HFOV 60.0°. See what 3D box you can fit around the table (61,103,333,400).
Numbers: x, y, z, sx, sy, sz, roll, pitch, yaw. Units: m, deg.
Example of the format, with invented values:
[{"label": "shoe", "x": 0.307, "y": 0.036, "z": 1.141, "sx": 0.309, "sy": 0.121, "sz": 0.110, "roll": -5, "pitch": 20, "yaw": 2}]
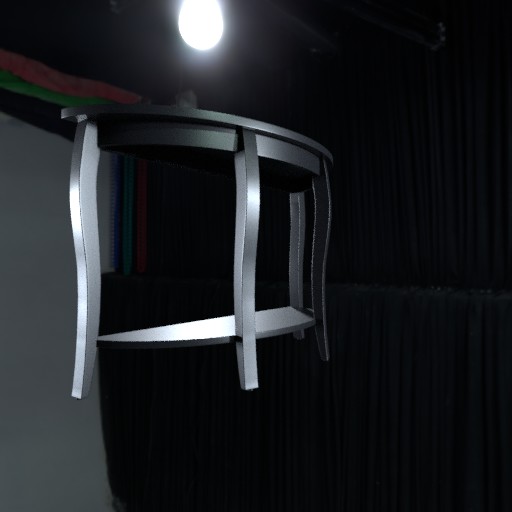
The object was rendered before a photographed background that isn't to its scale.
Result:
[{"label": "table", "x": 0.000, "y": 0.000, "z": 1.557, "sx": 0.394, "sy": 0.780, "sz": 1.219, "roll": 0, "pitch": -1, "yaw": 37}]
